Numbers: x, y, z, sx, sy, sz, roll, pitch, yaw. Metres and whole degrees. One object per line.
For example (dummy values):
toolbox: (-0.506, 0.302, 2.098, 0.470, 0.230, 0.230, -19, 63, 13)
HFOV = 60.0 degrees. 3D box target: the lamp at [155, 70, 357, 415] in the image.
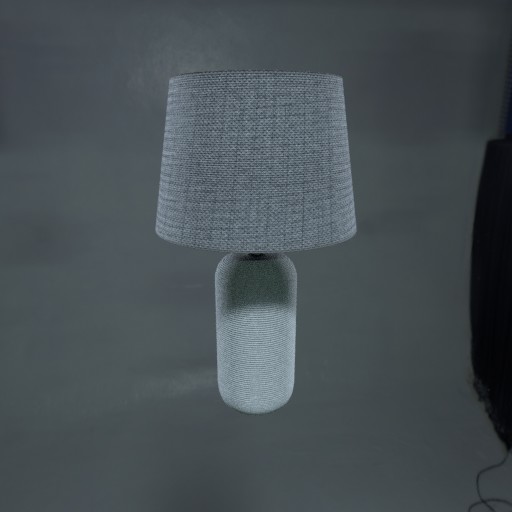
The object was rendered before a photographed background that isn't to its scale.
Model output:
lamp: (0.000, 0.000, 0.578, 0.251, 0.429, 0.251, 0, 17, 0)
